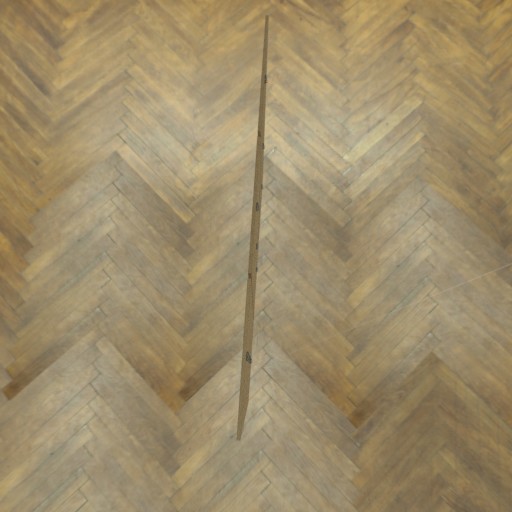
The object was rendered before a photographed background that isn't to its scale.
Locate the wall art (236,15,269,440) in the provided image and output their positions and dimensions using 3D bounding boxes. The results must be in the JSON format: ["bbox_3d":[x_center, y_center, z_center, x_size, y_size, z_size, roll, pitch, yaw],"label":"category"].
[{"bbox_3d":[0.000,0.000,2.252,0.023,1.522,1.526,3,76,1],"label":"wall art"}]
